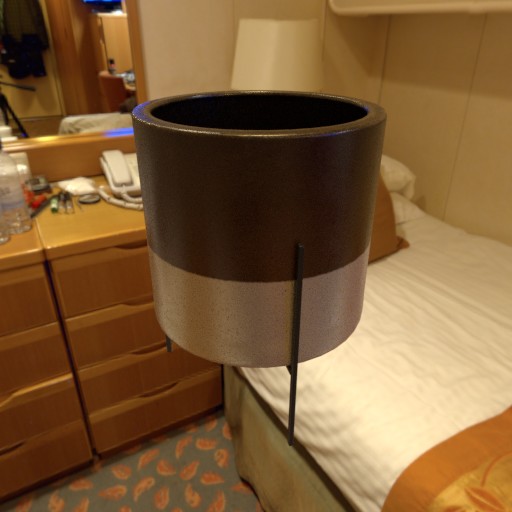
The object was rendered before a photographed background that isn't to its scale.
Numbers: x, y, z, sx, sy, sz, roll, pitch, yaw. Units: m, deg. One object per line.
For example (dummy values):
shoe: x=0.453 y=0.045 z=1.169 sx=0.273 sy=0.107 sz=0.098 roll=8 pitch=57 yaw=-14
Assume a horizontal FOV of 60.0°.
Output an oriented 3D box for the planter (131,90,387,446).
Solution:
planter: x=0.000 y=0.000 z=0.718 sx=0.354 sy=0.465 sz=0.345 roll=7 pitch=29 yaw=13
